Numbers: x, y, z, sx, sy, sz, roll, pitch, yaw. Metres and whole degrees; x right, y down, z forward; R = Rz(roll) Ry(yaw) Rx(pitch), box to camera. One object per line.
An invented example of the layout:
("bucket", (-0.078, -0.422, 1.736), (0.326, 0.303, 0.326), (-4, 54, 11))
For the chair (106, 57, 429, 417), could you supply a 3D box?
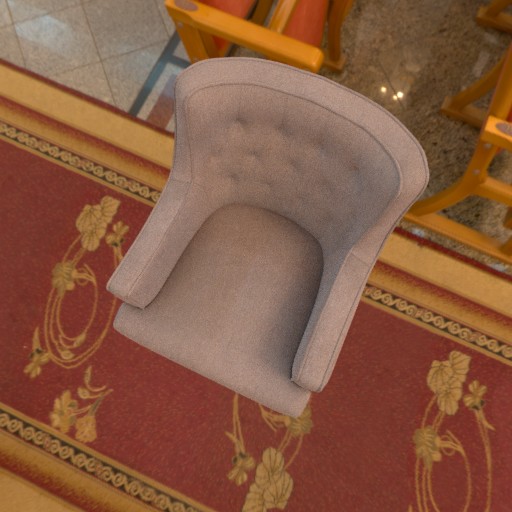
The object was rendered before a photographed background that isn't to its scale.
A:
("chair", (0.000, 0.000, 1.583), (0.781, 0.919, 0.910), (24, 76, 6))
